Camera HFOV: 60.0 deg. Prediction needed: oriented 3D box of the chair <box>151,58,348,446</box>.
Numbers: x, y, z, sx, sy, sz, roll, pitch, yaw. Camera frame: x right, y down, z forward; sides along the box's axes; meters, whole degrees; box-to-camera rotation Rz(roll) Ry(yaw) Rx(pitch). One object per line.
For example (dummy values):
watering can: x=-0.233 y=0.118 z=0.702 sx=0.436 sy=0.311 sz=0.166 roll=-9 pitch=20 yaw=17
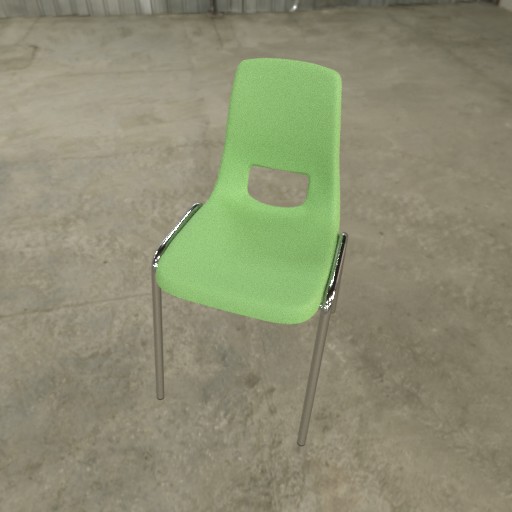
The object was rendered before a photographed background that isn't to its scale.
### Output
chair: x=0.000 y=0.000 z=0.975 sx=0.381 sy=0.704 sz=0.436 roll=13 pitch=44 yaw=14
